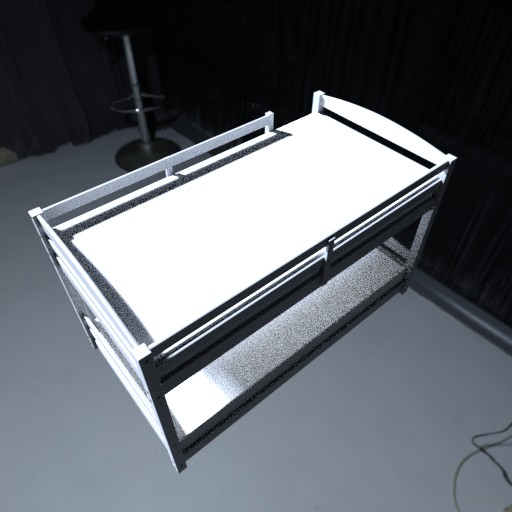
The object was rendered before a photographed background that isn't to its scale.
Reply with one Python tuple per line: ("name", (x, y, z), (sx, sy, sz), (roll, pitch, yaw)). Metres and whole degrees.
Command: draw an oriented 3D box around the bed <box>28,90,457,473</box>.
("bed", (0.000, 0.000, 2.720), (2.013, 1.206, 1.105), (-31, 53, -27))
